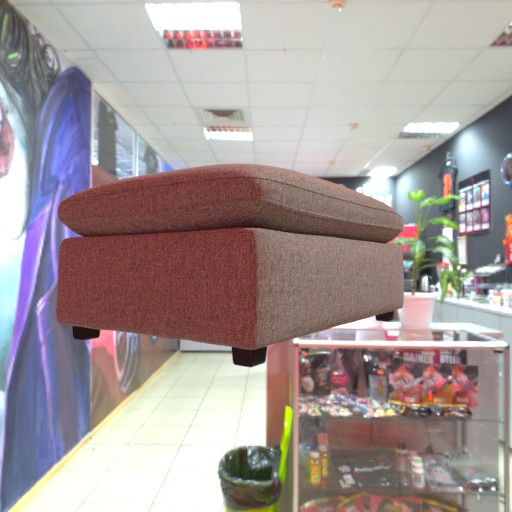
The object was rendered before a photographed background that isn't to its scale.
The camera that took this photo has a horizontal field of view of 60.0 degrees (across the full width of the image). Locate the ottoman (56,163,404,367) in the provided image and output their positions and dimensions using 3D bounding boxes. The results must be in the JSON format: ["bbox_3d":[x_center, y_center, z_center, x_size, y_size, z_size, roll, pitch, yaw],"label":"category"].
[{"bbox_3d":[0.000,0.000,1.386,0.694,0.451,0.977,-1,-1,34],"label":"ottoman"}]
